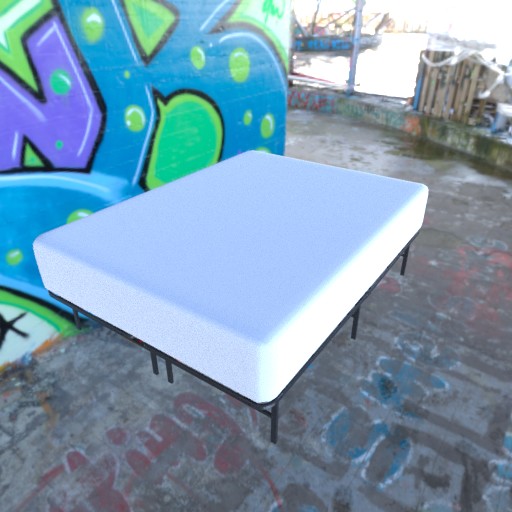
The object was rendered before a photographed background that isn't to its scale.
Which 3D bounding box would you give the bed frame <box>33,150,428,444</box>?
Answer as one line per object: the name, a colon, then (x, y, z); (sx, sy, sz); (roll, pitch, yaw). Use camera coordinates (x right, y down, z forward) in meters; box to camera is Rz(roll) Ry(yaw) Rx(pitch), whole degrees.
bed frame: (0.000, 0.000, 2.840); (1.528, 0.677, 2.037); (19, 35, 30)
